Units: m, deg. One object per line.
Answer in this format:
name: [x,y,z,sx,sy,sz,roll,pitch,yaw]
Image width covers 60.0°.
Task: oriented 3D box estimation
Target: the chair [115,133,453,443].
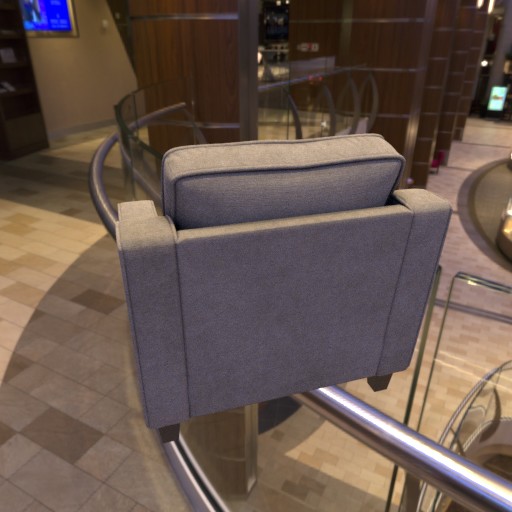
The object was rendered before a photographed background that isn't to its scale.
chair: [0.000,0.000,1.621,0.926,0.944,0.840,-8,28,-15]
